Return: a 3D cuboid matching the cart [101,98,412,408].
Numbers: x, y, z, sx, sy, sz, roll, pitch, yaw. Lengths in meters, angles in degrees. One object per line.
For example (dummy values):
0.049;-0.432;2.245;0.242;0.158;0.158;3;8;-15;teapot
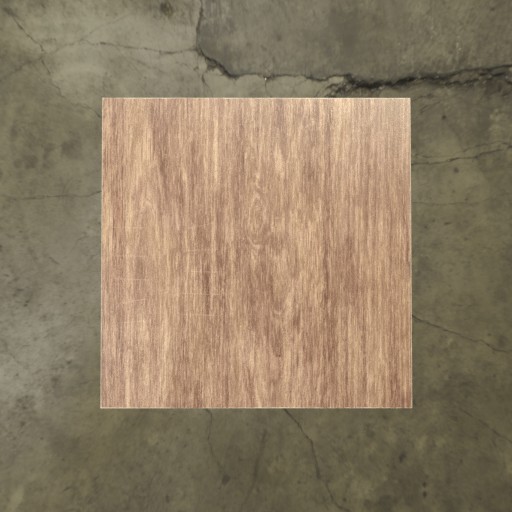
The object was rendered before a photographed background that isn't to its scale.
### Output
0.000;0.000;1.124;0.520;0.762;0.521;0;89;0;cart
